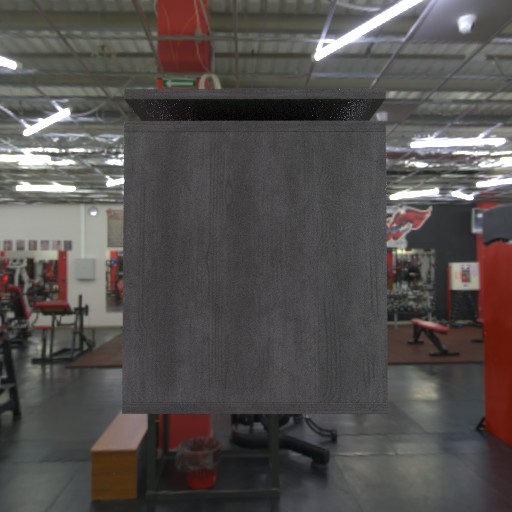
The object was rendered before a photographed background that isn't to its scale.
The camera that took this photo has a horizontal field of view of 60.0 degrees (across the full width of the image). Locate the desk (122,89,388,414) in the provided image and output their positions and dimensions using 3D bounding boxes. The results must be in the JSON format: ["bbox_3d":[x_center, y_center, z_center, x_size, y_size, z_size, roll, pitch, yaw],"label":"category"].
[{"bbox_3d":[0.000,0.000,1.607,0.600,0.740,1.200,0,-1,0],"label":"desk"}]
